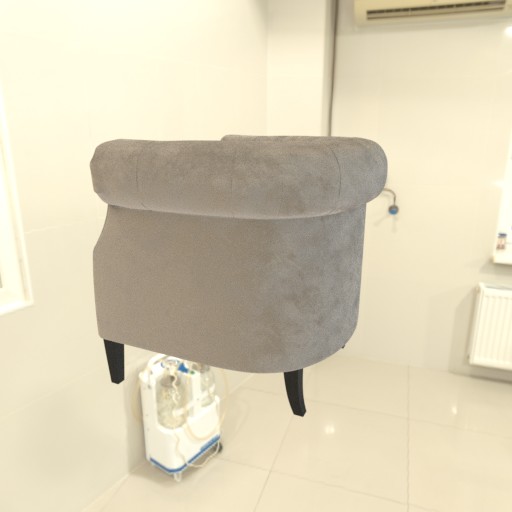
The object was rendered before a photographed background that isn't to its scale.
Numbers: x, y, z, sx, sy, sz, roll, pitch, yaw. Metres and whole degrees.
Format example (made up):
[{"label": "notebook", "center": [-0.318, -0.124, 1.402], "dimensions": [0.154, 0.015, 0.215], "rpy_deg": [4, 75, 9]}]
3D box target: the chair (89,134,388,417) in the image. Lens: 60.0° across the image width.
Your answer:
[{"label": "chair", "center": [0.000, 0.000, 1.584], "dimensions": [0.851, 0.826, 0.904], "rpy_deg": [8, 18, 24]}]
